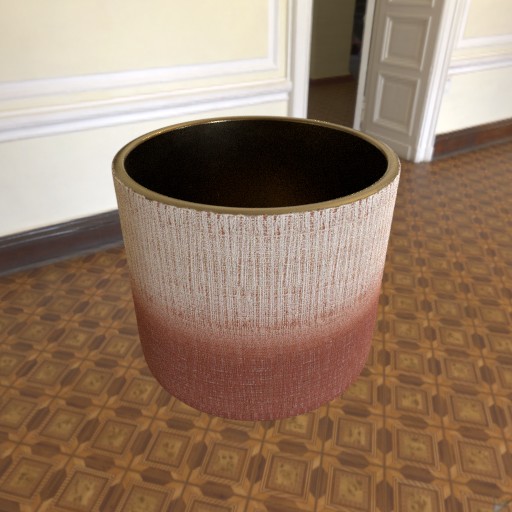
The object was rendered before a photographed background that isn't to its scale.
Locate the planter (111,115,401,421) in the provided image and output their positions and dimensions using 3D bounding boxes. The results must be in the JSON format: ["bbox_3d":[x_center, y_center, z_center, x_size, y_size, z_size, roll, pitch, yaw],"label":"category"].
[{"bbox_3d":[0.000,0.000,0.453,0.254,0.221,0.254,0,32,0],"label":"planter"}]
